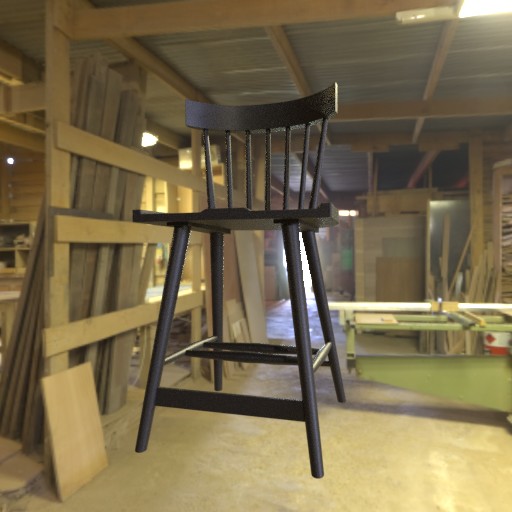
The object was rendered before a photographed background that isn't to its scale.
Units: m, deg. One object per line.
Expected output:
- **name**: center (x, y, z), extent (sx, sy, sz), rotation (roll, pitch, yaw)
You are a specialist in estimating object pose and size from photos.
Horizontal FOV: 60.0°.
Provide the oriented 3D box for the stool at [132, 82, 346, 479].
- **stool**: center (0.000, 0.000, 1.273), extent (0.494, 0.953, 0.549), rotation (0, 0, 17)
